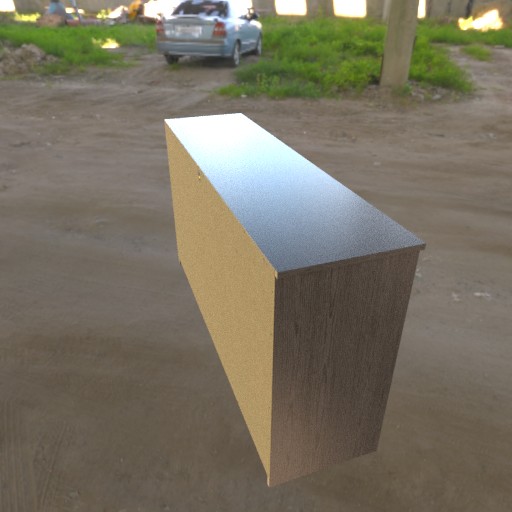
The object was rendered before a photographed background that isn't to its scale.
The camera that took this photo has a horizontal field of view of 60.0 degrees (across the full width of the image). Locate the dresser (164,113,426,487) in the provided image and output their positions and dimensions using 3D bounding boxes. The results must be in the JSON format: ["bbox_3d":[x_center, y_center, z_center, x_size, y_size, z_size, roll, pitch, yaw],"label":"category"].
[{"bbox_3d":[0.000,0.000,1.700,0.401,0.755,1.360,-10,32,-17],"label":"dresser"}]
